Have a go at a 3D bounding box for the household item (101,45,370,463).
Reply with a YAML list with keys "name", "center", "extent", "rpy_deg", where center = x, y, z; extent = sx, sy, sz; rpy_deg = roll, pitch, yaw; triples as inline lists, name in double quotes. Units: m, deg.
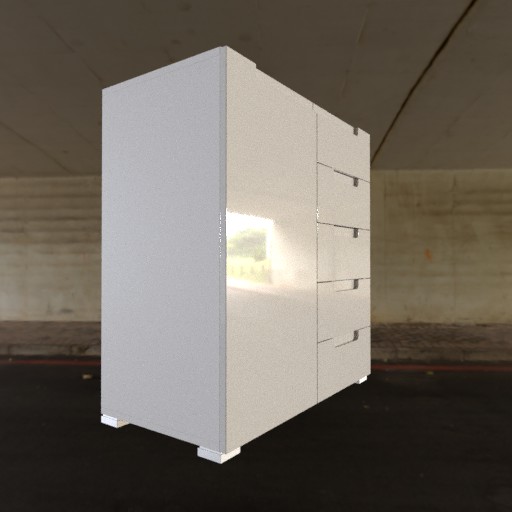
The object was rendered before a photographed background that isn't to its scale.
- name: "household item"
  center: [0.000, 0.000, 1.362]
  extent: [0.420, 0.870, 0.800]
  rpy_deg: [0, -1, 35]
